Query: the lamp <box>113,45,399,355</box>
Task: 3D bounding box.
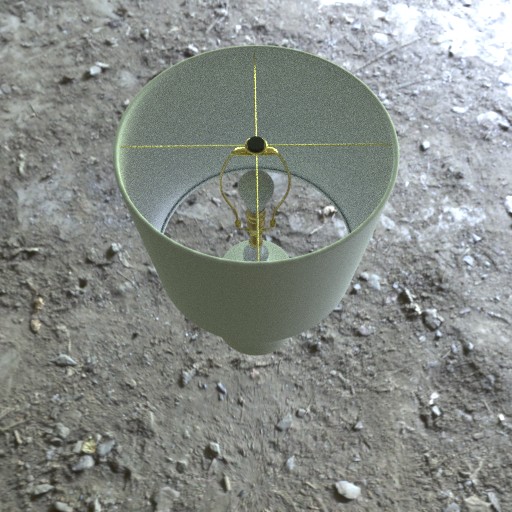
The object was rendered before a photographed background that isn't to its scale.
[{"bbox_3d":[0.000,0.000,0.704,0.301,0.533,0.301,-1,62,0],"label":"lamp"}]
